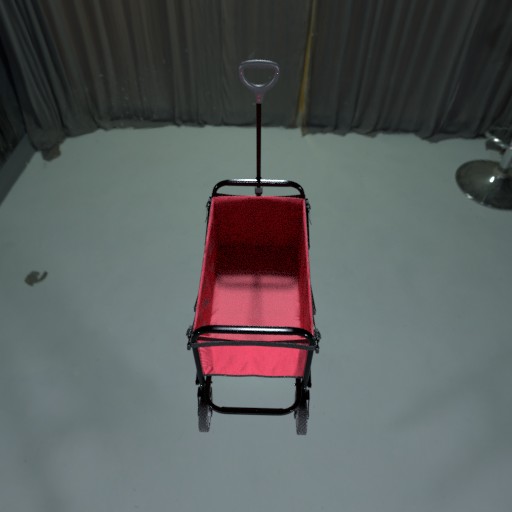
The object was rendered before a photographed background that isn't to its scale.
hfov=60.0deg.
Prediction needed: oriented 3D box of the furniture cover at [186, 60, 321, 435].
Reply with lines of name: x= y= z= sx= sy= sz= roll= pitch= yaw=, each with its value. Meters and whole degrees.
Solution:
furniture cover: x=0.000 y=0.000 z=1.839 sx=0.532 sy=1.295 sz=1.038 roll=1 pitch=48 yaw=1
